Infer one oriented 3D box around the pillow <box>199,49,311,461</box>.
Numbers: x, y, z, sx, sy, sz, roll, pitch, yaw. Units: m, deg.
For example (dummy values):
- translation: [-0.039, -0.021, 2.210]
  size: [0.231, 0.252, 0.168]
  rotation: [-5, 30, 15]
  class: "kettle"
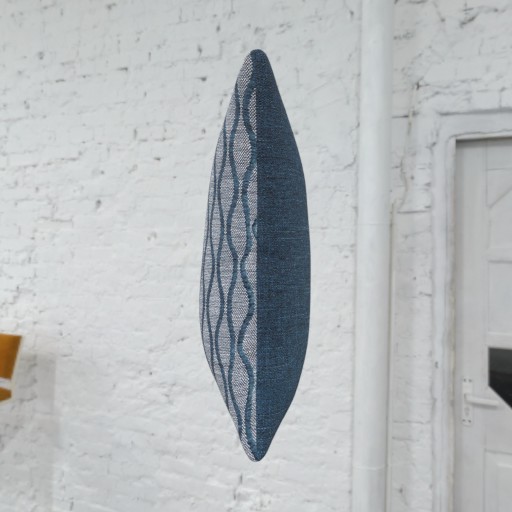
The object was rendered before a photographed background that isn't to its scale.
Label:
- translation: [0.000, 0.000, 0.675]
  size: [0.159, 0.435, 0.435]
  rotation: [0, 0, 1]
  class: "pillow"
